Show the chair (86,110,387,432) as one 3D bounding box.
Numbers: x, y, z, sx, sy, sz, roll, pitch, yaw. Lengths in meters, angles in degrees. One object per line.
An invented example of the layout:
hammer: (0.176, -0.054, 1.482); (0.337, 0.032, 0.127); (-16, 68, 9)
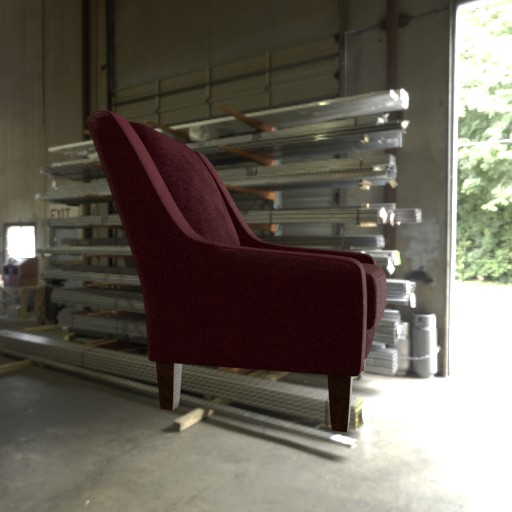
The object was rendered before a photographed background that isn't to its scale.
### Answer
chair: (0.000, 0.000, 1.743); (0.985, 1.017, 0.793); (0, 2, 18)
